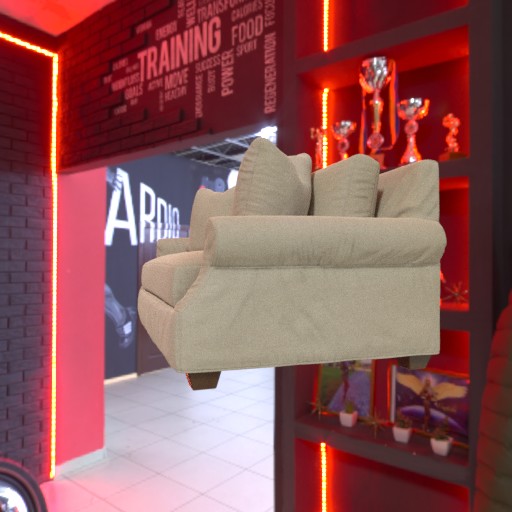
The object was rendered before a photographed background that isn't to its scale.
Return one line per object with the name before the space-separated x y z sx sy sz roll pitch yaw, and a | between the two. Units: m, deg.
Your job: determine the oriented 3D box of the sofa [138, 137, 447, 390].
sofa | 0.000 0.000 2.242 1.070 0.905 1.550 0 -1 -19
